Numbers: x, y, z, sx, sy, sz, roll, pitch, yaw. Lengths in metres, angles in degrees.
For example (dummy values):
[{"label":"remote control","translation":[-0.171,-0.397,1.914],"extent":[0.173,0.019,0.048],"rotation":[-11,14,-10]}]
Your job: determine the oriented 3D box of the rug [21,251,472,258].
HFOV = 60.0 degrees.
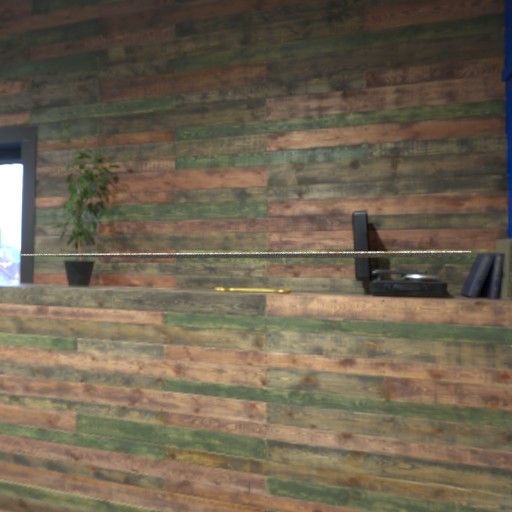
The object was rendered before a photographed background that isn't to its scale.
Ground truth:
[{"label":"rug","translation":[0.000,0.000,2.964],"extent":[2.446,0.009,1.529],"rotation":[0,-1,18]}]
